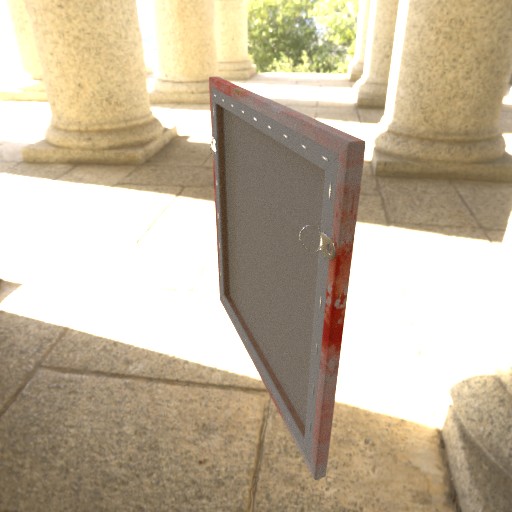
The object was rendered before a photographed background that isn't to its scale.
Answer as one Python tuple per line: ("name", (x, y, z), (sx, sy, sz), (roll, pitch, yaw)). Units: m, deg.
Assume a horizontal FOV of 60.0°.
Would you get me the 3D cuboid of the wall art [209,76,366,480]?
("wall art", (0.000, 0.000, 1.295), (0.066, 0.878, 0.878), (-10, 31, -18))
